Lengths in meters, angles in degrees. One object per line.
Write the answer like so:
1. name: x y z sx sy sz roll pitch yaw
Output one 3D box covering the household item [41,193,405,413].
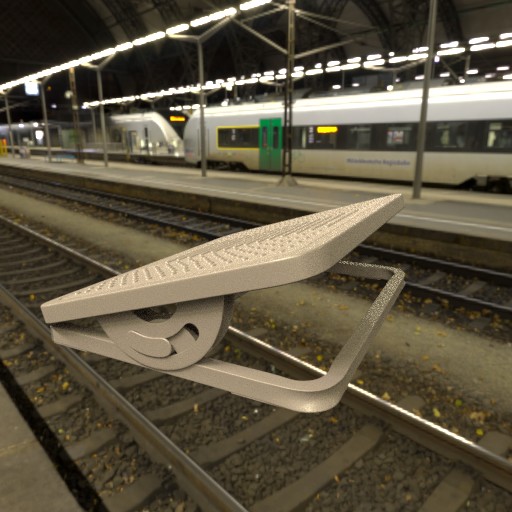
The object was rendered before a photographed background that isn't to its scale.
1. household item: 0.000 0.000 0.525 0.301 0.126 0.390 7 16 26
